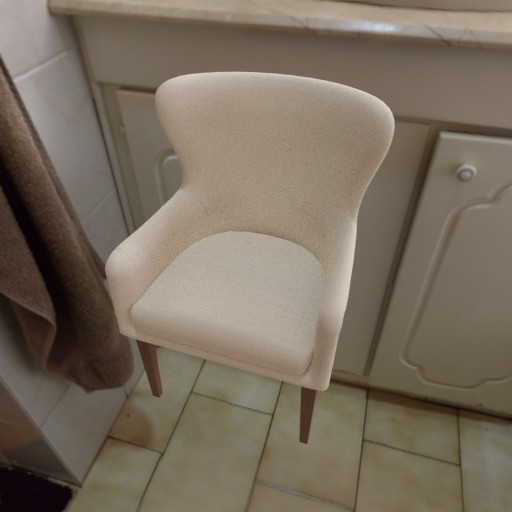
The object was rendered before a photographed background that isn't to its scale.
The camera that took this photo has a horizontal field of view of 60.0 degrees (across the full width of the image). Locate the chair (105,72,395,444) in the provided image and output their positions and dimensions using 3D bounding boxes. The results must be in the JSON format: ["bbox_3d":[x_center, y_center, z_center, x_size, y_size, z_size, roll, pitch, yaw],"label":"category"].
[{"bbox_3d":[0.000,0.000,1.476,0.696,0.990,0.744,12,44,13],"label":"chair"}]
